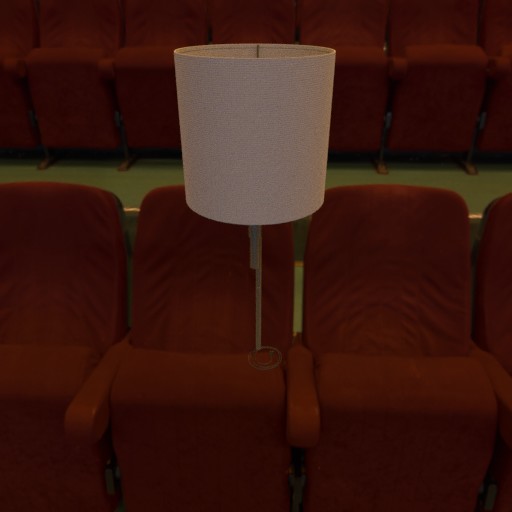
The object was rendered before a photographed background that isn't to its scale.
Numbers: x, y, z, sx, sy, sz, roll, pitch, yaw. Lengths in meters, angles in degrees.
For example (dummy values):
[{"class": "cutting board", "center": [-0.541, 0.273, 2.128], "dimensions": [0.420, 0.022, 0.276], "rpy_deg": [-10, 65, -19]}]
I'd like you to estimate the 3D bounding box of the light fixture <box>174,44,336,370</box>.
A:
[{"class": "light fixture", "center": [0.000, 0.000, 0.691], "dimensions": [0.188, 0.589, 0.248], "rpy_deg": [1, 30, 2]}]
